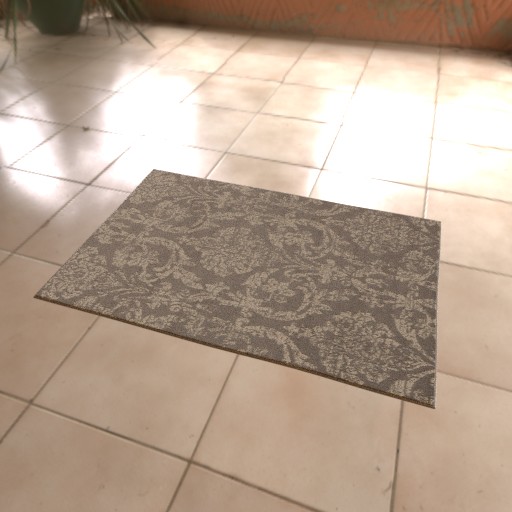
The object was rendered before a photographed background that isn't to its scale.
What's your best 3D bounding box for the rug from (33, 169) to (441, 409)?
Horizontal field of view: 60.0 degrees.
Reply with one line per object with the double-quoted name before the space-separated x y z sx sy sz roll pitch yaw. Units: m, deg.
"rug" 0.000 0.000 2.307 1.824 0.012 1.206 12 44 13
